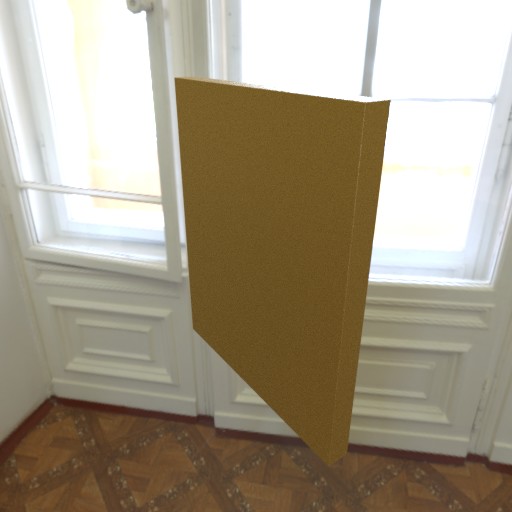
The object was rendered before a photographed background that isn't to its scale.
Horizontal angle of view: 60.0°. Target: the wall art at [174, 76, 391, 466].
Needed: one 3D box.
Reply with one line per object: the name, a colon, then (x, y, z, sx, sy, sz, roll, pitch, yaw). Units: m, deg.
wall art: (0.000, 0.000, 0.893, 0.048, 0.642, 0.537, -17, 30, -31)
